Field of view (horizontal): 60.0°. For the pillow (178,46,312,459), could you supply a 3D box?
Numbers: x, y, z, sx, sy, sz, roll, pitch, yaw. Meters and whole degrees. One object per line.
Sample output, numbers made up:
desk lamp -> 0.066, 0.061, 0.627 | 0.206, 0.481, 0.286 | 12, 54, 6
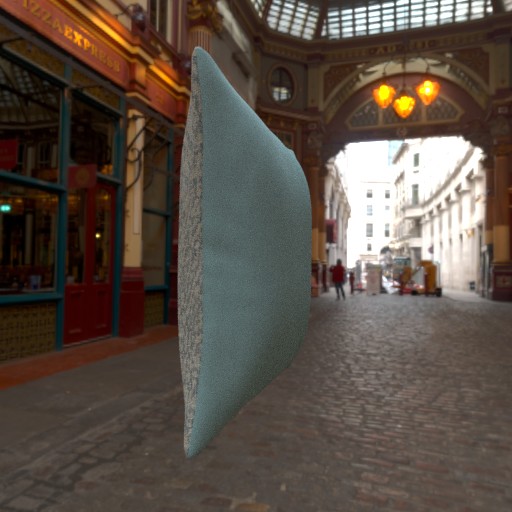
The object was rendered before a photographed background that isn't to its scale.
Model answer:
pillow -> 0.000, 0.000, 0.791 | 0.166, 0.507, 0.526 | 0, -1, 17
